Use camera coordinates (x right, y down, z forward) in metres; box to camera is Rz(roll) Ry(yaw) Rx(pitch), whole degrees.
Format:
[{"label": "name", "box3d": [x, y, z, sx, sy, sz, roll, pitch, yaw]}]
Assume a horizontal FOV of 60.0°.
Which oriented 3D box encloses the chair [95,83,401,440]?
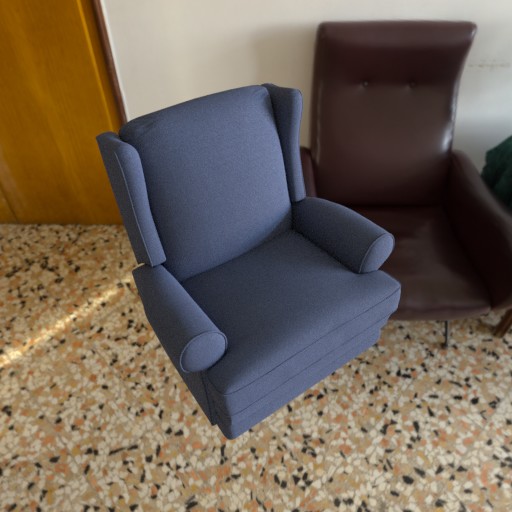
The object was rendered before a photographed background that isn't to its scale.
[{"label": "chair", "box3d": [0.000, 0.000, 1.749, 0.971, 1.020, 0.877, -26, 51, -24]}]
